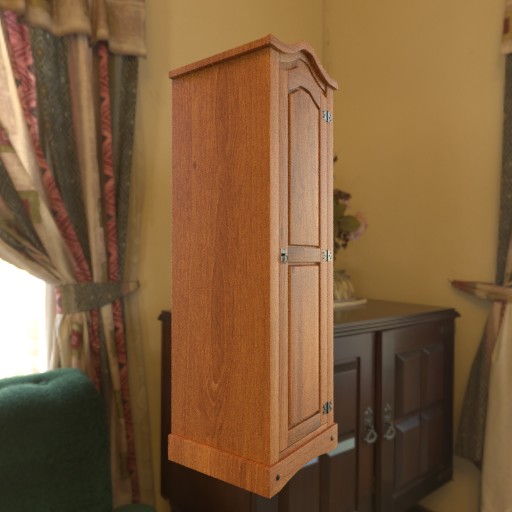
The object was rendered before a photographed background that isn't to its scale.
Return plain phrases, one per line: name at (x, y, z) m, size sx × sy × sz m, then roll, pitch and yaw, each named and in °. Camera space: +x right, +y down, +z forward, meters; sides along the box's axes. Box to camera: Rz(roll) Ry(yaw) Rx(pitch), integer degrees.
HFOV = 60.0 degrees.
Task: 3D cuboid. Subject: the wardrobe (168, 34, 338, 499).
wardrobe at (0.000, 0.000, 2.110) m, size 0.570 × 1.870 × 0.590 m, roll 0°, pitch 0°, yaw 36°
